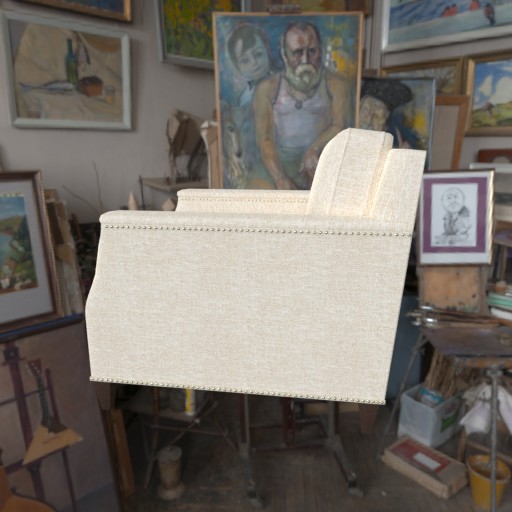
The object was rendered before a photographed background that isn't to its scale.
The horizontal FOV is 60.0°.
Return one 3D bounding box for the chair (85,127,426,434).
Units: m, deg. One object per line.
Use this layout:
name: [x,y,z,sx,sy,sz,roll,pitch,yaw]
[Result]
chair: [0.000,0.000,1.739,1.041,0.940,0.838,2,14,8]
